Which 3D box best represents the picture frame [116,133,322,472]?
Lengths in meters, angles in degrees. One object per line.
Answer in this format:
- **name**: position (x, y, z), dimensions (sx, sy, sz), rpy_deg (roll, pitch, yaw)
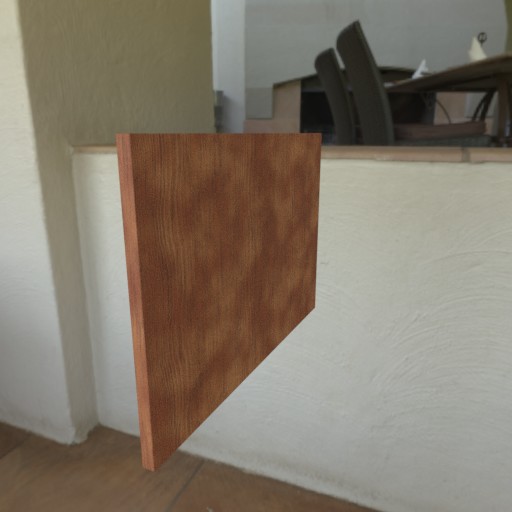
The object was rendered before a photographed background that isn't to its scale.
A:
- **picture frame**: position (0.000, 0.000, 1.199), dimensions (0.029, 0.640, 0.950), rpy_deg (8, 17, 25)
